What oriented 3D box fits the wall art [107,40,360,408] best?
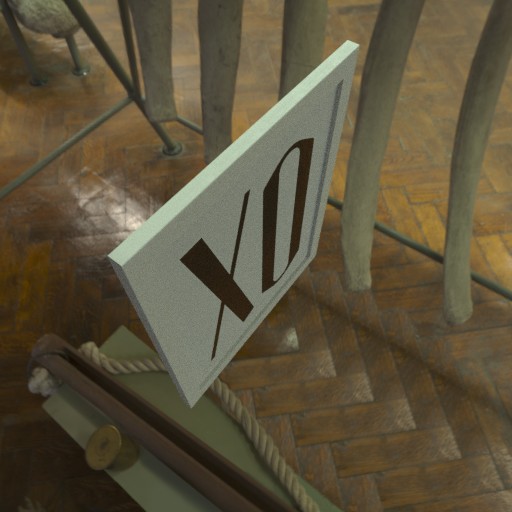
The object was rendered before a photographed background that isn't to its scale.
[{"bbox_3d":[0.000,0.000,0.739,0.020,0.536,0.444,33,63,19],"label":"wall art"}]
